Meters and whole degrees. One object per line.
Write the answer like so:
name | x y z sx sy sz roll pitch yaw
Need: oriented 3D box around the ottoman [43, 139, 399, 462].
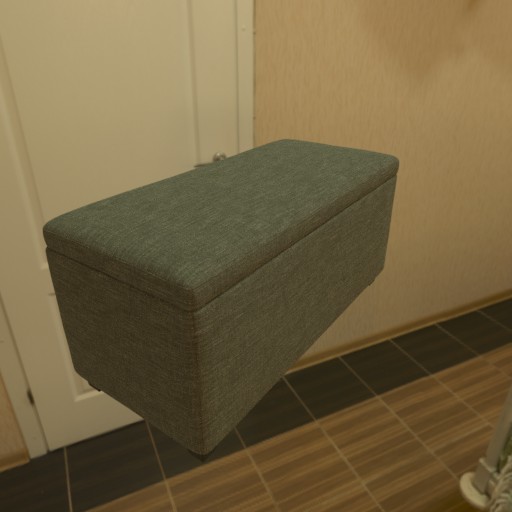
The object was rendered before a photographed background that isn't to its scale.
ottoman | 0.000 0.000 1.146 0.419 0.432 0.902 18 33 31
